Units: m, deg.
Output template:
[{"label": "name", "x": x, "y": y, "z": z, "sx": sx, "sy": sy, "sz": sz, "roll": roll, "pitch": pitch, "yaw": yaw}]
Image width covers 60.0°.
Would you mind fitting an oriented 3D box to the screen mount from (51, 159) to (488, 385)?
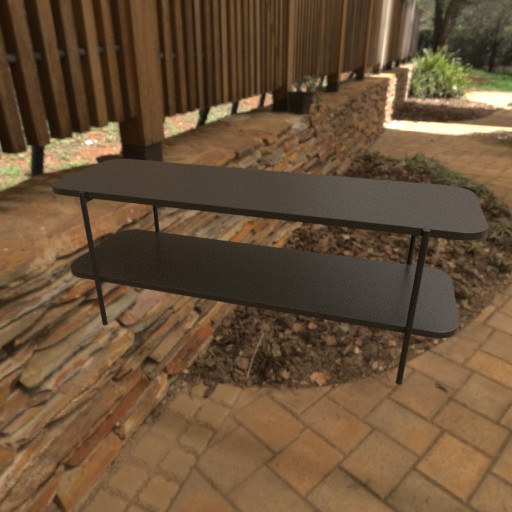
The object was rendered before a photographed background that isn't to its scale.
[{"label": "screen mount", "x": 0.000, "y": 0.000, "z": 1.387, "sx": 1.200, "sy": 0.447, "sz": 0.400, "roll": 8, "pitch": 27, "yaw": 16}]
